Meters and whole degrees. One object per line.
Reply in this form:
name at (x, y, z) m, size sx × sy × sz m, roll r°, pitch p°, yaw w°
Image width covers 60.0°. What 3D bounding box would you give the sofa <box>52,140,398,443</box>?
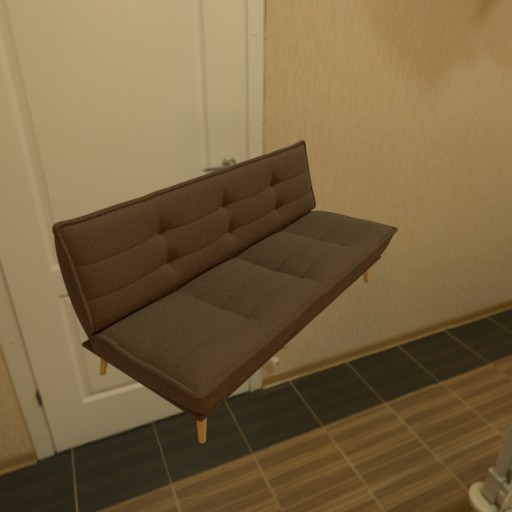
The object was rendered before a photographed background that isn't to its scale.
sofa at (0.000, 0.000, 2.502) m, size 0.950 × 0.890 × 1.940 m, roll 19°, pitch 32°, yaw 32°
